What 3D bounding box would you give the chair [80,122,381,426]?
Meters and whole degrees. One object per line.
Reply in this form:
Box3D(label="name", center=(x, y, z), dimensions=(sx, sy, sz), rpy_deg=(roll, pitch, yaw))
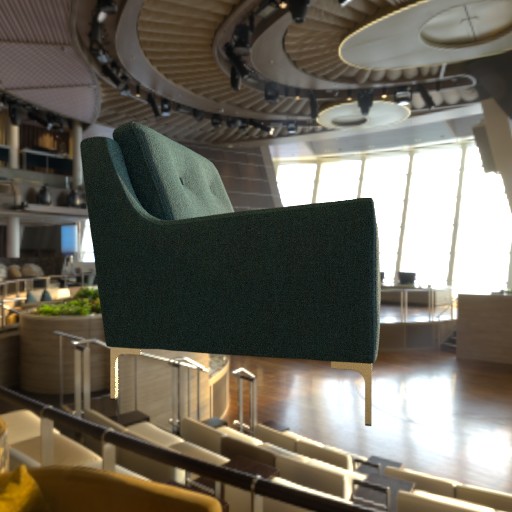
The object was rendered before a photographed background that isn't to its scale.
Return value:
Box3D(label="chair", center=(0.000, 0.000, 1.571), dimensions=(0.849, 0.828, 0.847), rpy_deg=(0, 0, 16))
